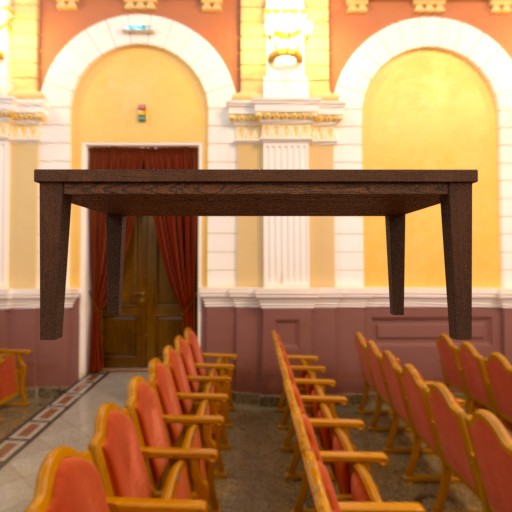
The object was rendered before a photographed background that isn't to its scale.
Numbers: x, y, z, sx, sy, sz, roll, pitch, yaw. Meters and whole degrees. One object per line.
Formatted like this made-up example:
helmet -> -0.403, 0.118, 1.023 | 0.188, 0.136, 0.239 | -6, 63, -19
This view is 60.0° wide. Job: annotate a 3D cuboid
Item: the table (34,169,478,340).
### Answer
table -> 0.000, 0.000, 2.477 | 1.981, 0.762, 1.016 | 0, -1, 0
